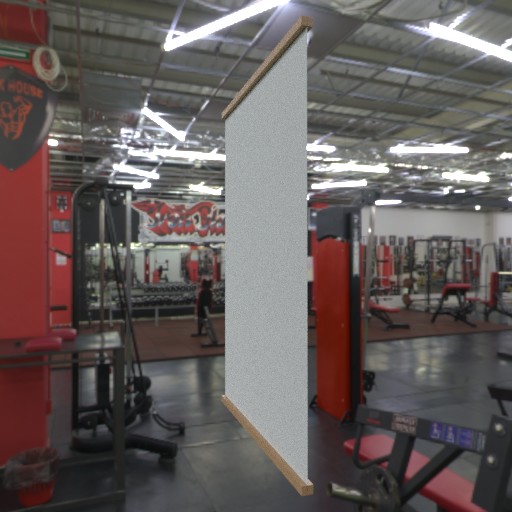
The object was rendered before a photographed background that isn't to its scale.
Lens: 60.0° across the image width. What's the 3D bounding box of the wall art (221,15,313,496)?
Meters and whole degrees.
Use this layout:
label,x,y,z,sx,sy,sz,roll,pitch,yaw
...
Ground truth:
label,x,y,z,sx,sy,sz,roll,pitch,yaw
wall art,0.000,0.000,0.631,0.013,0.510,0.335,0,-1,-19
